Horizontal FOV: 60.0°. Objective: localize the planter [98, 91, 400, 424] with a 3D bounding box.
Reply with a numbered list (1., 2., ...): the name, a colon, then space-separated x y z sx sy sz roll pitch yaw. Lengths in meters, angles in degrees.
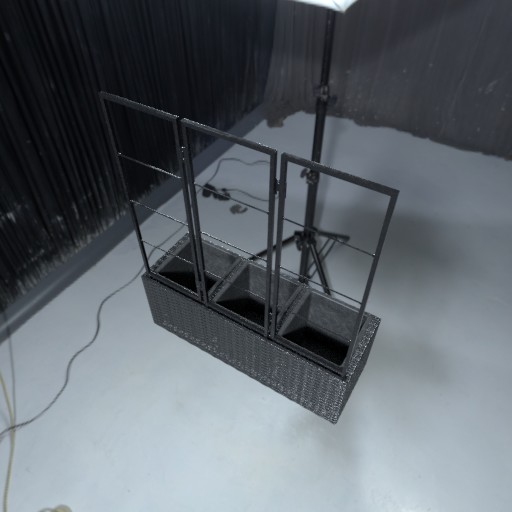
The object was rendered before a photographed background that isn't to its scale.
1. planter: 0.000 0.000 1.198 0.698 0.841 0.244 24 50 21
